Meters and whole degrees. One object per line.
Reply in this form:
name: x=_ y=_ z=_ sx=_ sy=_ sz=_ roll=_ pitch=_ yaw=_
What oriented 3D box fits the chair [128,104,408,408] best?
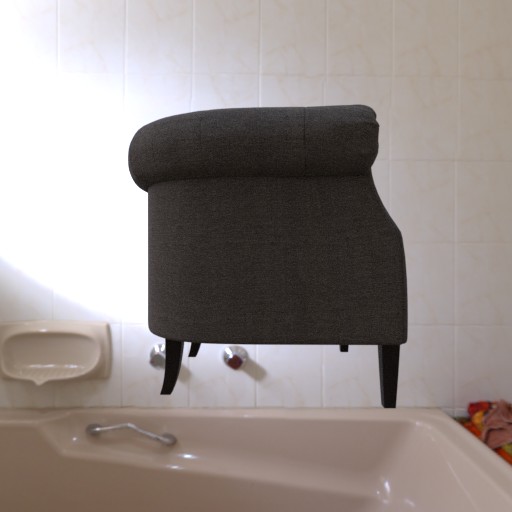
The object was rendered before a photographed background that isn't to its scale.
chair: x=0.000 y=0.000 z=1.573 sx=0.852 sy=0.827 sz=0.905 roll=0 pitch=0 yaw=1
